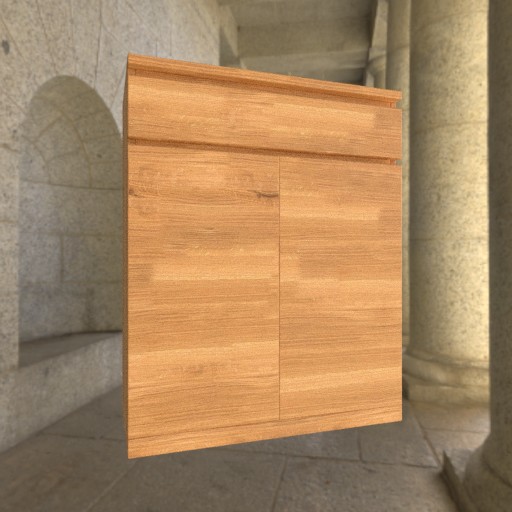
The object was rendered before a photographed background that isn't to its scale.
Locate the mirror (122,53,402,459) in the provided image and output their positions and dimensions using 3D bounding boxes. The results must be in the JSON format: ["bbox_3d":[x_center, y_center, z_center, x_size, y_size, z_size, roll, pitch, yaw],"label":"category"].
[{"bbox_3d":[0.000,0.000,1.407,0.800,1.000,0.400,0,0,-19],"label":"mirror"}]
